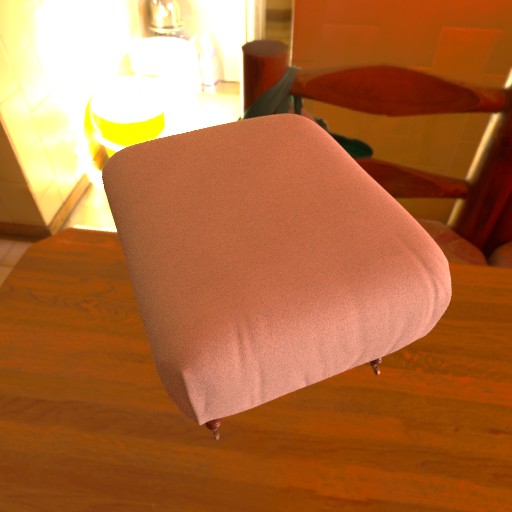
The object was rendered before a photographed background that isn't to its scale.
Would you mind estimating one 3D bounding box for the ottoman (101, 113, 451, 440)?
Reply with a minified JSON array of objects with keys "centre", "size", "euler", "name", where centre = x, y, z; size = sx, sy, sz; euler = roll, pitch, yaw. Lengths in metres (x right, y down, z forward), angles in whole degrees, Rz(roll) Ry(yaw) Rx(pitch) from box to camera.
[{"centre":[0.000,0.000,1.127],"size":[0.622,0.450,0.746],"euler":[-16,48,-16],"name":"ottoman"}]
